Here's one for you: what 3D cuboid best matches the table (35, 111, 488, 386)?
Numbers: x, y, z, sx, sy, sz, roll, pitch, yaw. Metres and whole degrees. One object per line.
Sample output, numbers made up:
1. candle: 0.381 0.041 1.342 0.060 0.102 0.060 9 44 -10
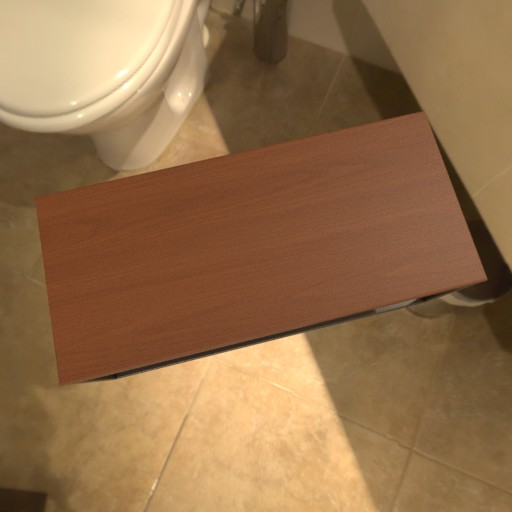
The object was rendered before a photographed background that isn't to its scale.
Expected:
1. table: 0.000 0.000 1.354 1.100 0.400 0.500 -13 77 -3
